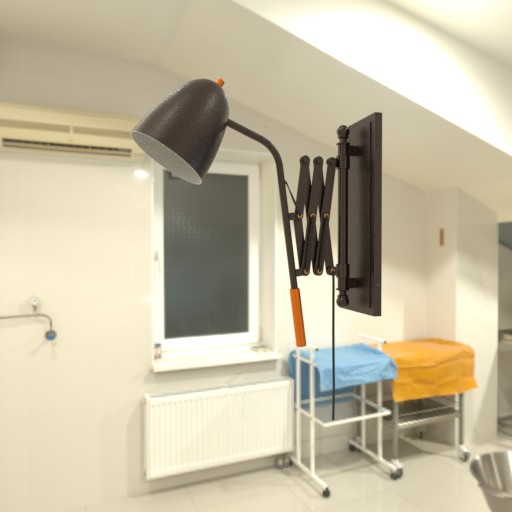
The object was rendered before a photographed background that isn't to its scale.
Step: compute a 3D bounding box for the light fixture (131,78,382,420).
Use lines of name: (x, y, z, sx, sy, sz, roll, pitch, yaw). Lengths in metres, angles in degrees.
light fixture: (0.000, 0.000, 0.919, 0.499, 0.715, 0.162, 0, 1, -17)
